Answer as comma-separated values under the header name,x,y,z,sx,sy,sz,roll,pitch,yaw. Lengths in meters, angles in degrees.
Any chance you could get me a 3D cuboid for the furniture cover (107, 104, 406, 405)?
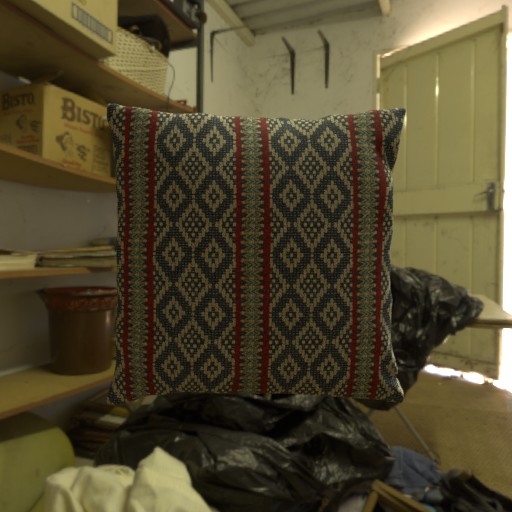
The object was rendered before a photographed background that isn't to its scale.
name,x,y,z,sx,sy,sz,roll,pitch,yaw
furniture cover,0.000,0.000,0.641,0.431,0.431,0.139,0,2,-1
